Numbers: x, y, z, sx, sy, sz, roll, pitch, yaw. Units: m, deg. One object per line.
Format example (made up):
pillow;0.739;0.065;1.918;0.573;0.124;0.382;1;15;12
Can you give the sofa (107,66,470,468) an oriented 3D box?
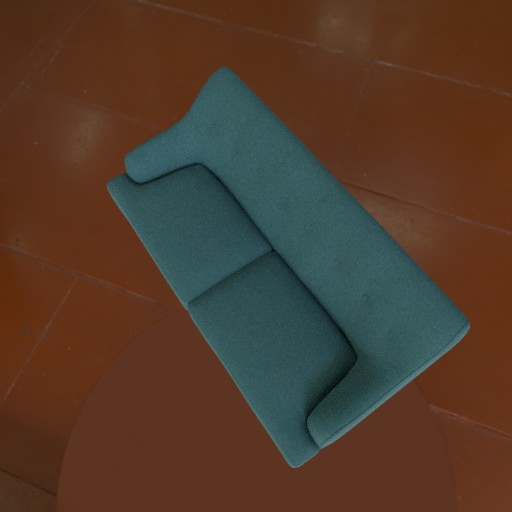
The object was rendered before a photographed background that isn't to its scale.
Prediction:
sofa;0.000;0.000;2.553;0.978;0.871;2.057;-32;68;-15
